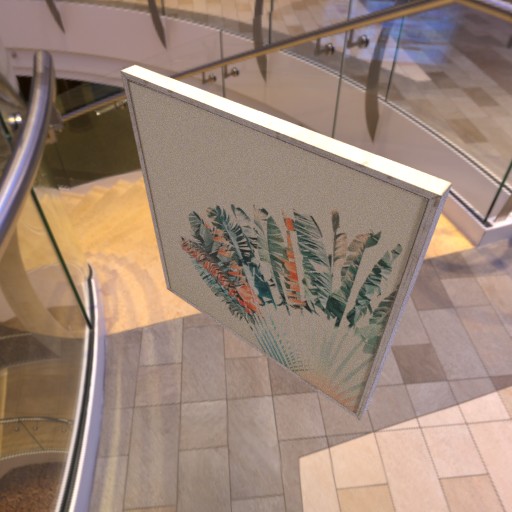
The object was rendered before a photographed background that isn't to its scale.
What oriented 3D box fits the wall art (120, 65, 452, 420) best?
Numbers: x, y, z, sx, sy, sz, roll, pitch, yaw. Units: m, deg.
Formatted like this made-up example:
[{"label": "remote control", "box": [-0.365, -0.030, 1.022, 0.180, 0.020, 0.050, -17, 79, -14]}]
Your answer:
[{"label": "wall art", "box": [0.000, 0.000, 0.750, 0.508, 0.506, 0.029, 29, 52, 26]}]
